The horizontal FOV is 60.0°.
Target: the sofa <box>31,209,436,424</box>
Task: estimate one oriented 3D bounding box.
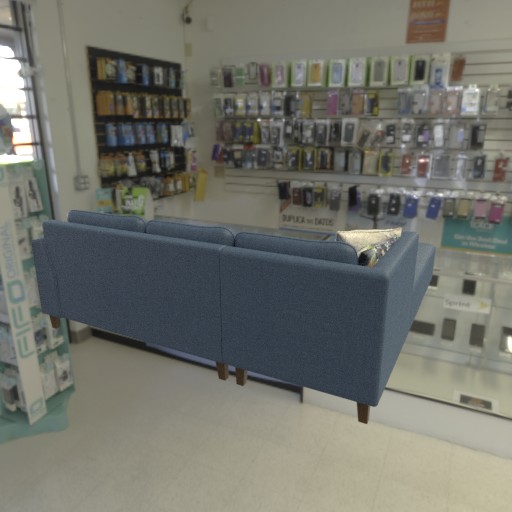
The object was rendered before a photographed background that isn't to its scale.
[{"bbox_3d":[0.000,0.000,3.041,2.120,0.787,1.829,9,19,26],"label":"sofa"}]
